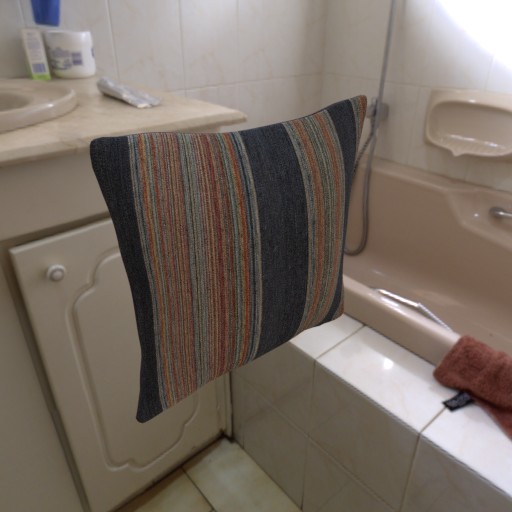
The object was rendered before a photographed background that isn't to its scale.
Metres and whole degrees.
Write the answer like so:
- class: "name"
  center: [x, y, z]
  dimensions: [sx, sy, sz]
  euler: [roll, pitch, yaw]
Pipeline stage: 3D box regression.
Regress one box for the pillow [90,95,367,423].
- class: "pillow"
  center: [0.000, 0.000, 0.662]
  dimensions: [0.437, 0.419, 0.136]
  euler: [-21, 35, -33]
